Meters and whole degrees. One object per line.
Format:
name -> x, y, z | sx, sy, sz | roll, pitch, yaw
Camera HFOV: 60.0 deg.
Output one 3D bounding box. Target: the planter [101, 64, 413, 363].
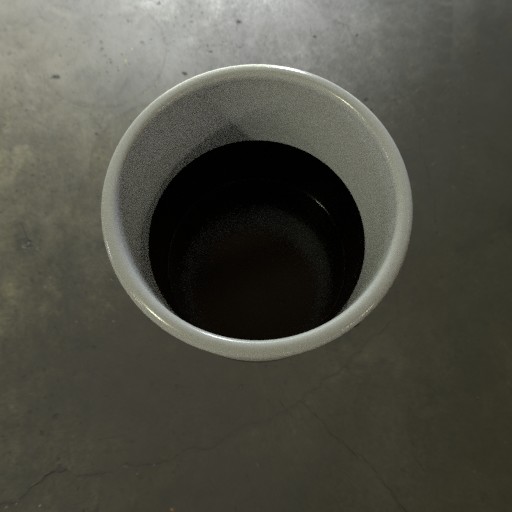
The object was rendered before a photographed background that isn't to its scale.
planter -> 0.000, 0.000, 0.631 | 0.310, 0.432, 0.310 | -33, 78, -8
